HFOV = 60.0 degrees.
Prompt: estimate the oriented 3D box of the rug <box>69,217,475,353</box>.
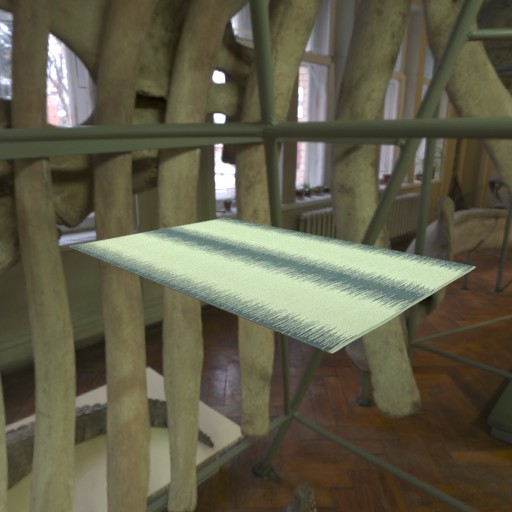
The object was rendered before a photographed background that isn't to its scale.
[{"bbox_3d":[0.000,0.000,2.388,1.854,0.006,1.234,15,22,42],"label":"rug"}]
